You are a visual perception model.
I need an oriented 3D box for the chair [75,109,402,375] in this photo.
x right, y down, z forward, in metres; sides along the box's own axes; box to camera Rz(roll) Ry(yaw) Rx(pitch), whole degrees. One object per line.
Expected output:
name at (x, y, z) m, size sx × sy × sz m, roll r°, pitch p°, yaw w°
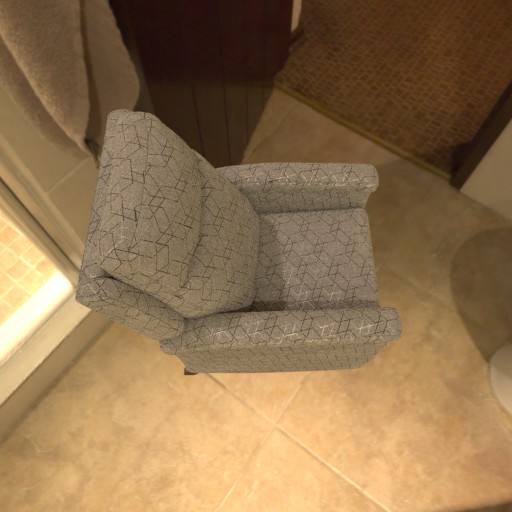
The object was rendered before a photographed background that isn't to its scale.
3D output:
chair at (0.000, 0.000, 1.718) m, size 0.987 × 1.048 × 0.753 m, roll 0°, pitch 64°, yaw 0°
